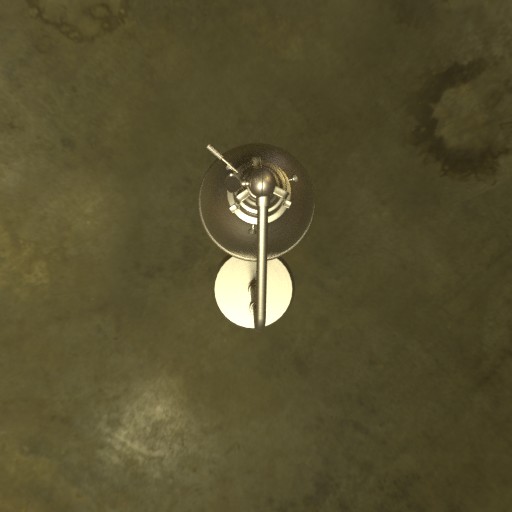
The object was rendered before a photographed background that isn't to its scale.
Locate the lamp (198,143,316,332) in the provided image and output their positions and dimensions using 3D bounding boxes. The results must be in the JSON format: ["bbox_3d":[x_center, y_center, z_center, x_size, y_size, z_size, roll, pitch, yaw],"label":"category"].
[{"bbox_3d":[0.000,0.000,0.581,0.153,0.456,0.286,0,92,-1],"label":"lamp"}]
